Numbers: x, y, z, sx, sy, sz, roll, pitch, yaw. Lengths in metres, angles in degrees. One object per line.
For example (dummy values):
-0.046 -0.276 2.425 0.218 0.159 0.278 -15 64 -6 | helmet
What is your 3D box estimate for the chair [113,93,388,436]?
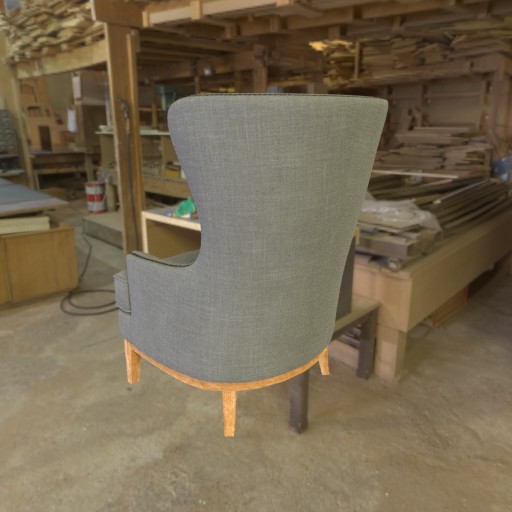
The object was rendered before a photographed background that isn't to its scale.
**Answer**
0.000 0.000 1.761 0.864 1.176 0.883 -16 24 -42 | chair
